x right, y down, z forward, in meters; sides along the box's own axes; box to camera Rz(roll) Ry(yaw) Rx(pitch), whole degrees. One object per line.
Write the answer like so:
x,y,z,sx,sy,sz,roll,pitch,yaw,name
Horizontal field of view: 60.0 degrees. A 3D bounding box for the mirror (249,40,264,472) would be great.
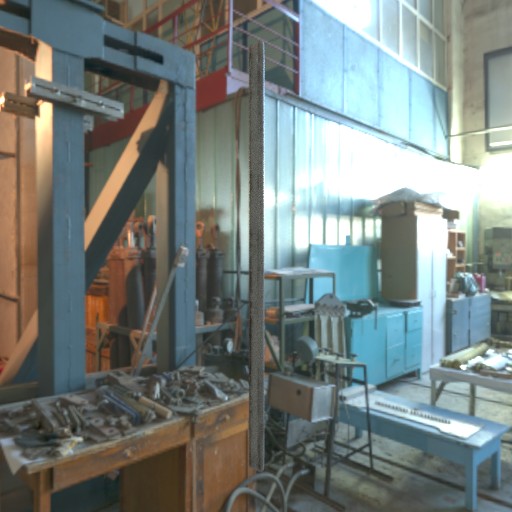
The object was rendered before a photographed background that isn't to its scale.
0.000,0.000,0.915,0.024,0.713,0.461,0,1,0,mirror
